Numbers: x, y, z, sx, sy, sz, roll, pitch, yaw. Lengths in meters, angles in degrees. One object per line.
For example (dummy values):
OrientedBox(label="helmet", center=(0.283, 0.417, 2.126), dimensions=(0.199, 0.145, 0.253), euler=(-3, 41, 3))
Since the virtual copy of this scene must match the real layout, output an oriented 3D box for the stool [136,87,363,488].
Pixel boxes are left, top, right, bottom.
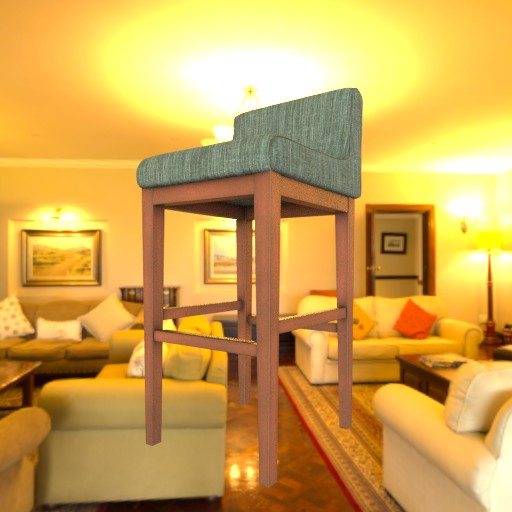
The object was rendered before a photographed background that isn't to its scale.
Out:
OrientedBox(label="stool", center=(0.000, 0.000, 1.208), dimensions=(0.426, 0.965, 0.499), euler=(0, -1, 36))
